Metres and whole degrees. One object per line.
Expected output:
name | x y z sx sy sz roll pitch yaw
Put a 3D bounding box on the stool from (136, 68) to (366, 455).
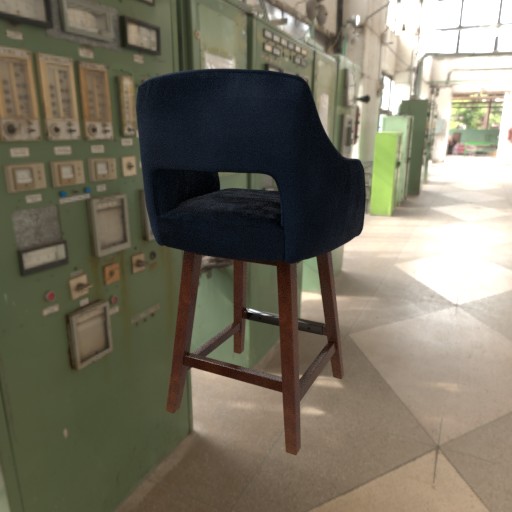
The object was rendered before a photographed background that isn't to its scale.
stool | 0.000 0.000 1.278 0.550 0.940 0.560 8 17 26
